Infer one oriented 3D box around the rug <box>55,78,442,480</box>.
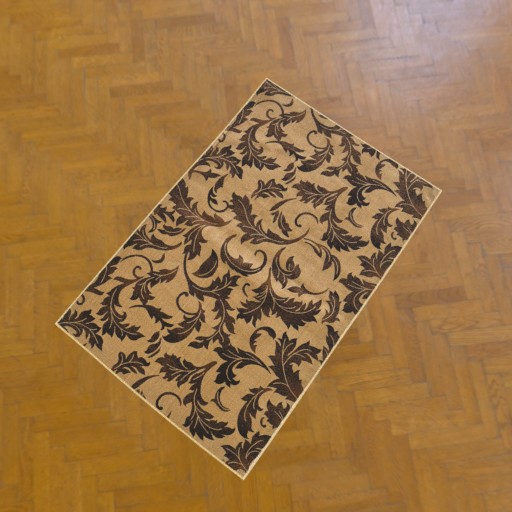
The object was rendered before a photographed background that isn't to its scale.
[{"bbox_3d":[0.000,0.000,2.940,1.522,0.008,2.284,36,78,9],"label":"rug"}]
